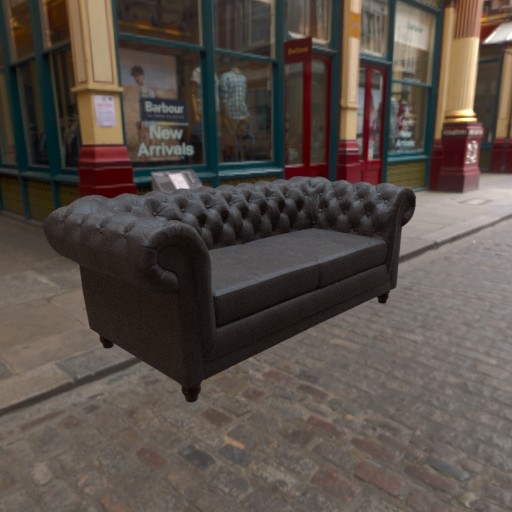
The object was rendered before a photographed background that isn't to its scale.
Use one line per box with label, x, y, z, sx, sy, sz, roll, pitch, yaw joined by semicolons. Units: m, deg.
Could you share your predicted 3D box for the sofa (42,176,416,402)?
sofa;0.000;0.000;2.540;0.944;0.779;2.048;14;20;42
